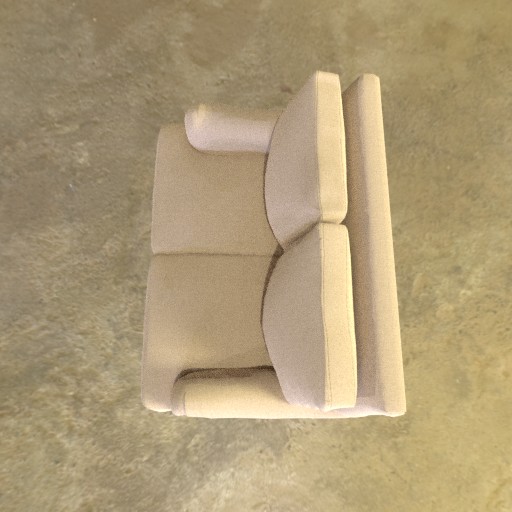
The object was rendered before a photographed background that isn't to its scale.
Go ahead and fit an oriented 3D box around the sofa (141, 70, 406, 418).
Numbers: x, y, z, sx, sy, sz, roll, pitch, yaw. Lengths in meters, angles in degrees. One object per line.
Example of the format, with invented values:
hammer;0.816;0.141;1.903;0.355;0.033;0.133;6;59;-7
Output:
sofa;0.000;0.000;2.209;1.087;1.048;1.508;0;75;0
